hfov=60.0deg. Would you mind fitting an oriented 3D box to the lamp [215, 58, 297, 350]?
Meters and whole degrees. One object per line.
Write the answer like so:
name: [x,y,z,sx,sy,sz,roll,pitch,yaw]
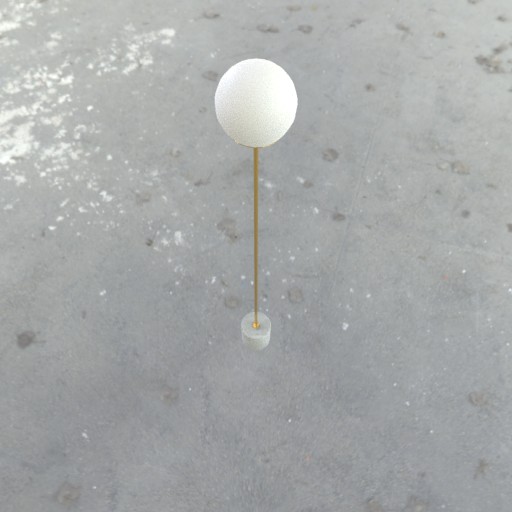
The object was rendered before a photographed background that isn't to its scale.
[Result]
lamp: [0.000,0.000,1.845,0.224,1.753,0.224,17,59,10]
